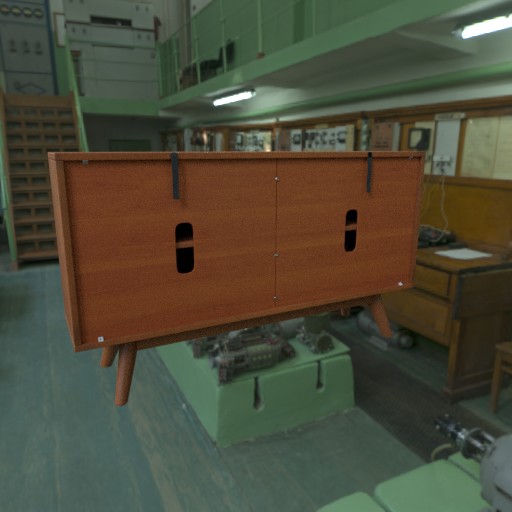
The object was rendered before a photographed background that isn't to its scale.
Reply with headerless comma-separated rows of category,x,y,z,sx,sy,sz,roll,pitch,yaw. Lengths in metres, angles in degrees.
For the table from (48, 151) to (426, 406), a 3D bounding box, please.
table,0.000,0.000,1.522,1.220,0.698,0.308,-7,15,-27
